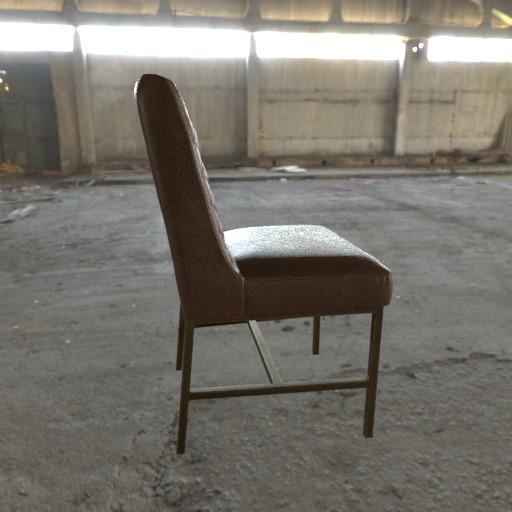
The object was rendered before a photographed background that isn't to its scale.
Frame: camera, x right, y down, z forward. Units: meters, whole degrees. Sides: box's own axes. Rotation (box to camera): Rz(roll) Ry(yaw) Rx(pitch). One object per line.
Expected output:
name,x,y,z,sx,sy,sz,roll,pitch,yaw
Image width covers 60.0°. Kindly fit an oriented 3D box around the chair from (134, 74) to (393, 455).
chair,0.000,0.000,1.231,0.587,0.889,0.508,-3,16,-10
